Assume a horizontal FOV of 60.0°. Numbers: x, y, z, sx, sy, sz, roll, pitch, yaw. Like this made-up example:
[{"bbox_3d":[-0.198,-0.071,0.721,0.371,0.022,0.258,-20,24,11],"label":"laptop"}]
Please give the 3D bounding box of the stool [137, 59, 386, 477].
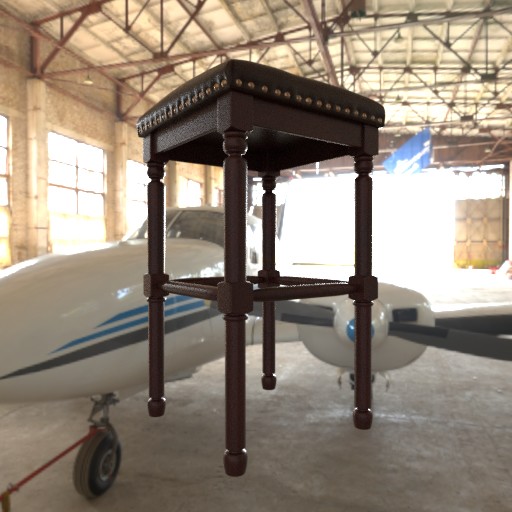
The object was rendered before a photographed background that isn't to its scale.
[{"bbox_3d":[0.000,0.000,0.942,0.382,0.702,0.383,-1,1,-36],"label":"stool"}]
